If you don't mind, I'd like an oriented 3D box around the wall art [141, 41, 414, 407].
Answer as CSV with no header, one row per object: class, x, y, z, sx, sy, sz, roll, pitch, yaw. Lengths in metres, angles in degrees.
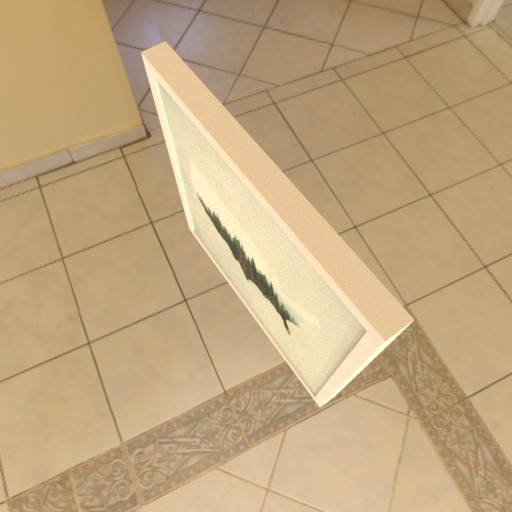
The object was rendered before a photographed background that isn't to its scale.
wall art,0.000,0.000,0.460,0.024,0.304,0.304,-32,68,-15
